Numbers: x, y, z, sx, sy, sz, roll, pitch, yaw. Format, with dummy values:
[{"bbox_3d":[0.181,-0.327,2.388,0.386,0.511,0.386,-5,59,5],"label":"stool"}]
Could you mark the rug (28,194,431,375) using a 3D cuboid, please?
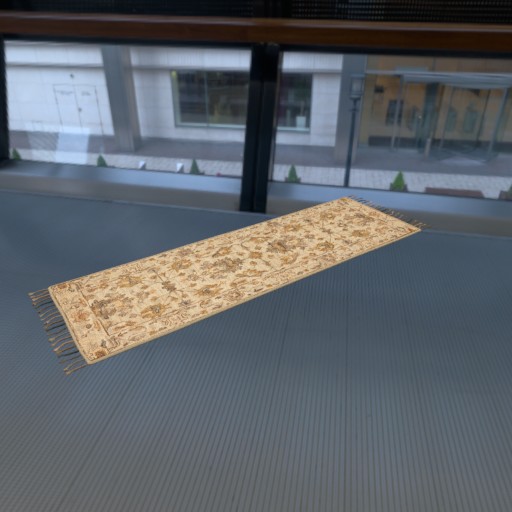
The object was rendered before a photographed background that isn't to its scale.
[{"bbox_3d":[0.000,0.000,2.688,2.438,0.021,0.729,-19,35,-30],"label":"rug"}]
